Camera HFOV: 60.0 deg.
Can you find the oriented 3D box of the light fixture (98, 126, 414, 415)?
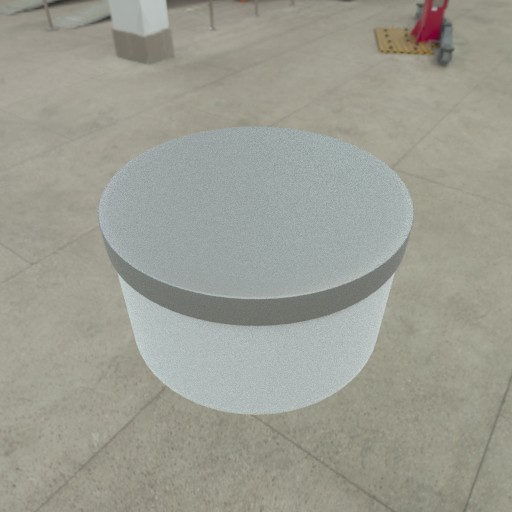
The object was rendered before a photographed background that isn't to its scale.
[{"bbox_3d":[0.000,0.000,0.642,0.393,0.229,0.393,0,40,0],"label":"light fixture"}]
